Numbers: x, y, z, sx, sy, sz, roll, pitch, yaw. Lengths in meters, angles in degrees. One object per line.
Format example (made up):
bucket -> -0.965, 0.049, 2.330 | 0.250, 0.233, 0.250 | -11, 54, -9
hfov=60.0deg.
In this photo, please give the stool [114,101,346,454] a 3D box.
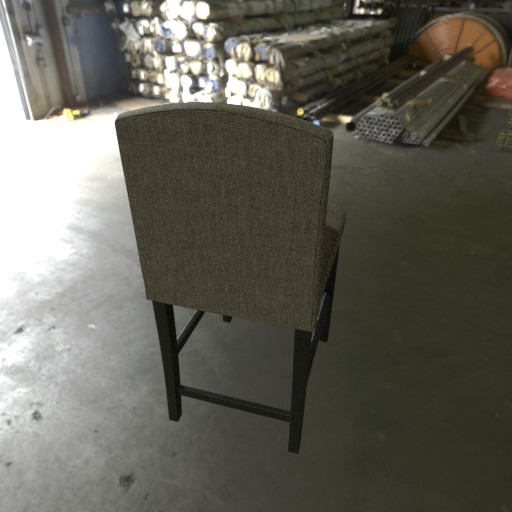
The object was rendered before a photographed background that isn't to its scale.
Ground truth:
stool -> 0.000, 0.000, 1.289 | 0.451, 0.966, 0.552 | 9, 33, 14
